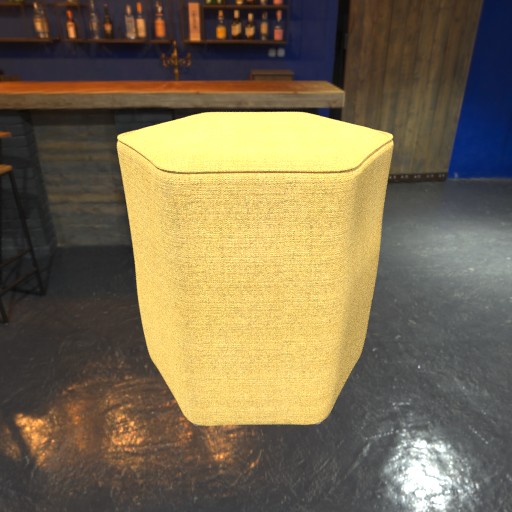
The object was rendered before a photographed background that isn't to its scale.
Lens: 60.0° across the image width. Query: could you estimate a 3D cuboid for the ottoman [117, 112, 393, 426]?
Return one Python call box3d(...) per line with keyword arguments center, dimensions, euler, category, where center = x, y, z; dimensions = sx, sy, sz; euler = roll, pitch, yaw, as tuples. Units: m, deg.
box3d(center=(0.000, 0.000, 0.894), dimensions=(0.494, 0.502, 0.443), euler=(0, 27, -1), category="ottoman")
